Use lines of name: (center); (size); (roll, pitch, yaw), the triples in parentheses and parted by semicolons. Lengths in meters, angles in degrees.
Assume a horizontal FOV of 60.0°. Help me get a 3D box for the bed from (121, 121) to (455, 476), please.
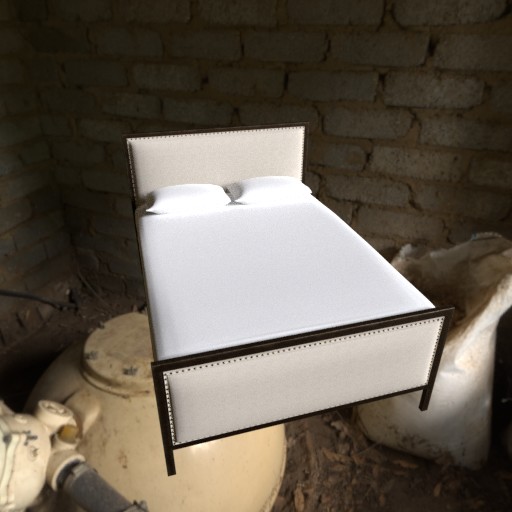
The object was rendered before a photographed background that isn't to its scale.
bed: (0.000, 0.000, 3.146); (1.607, 1.313, 2.221); (-8, 30, -14)
